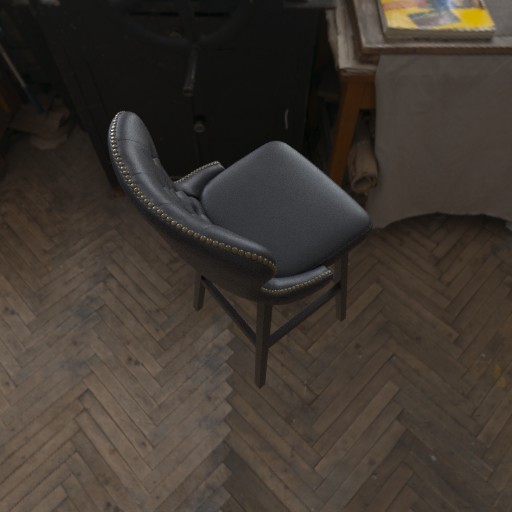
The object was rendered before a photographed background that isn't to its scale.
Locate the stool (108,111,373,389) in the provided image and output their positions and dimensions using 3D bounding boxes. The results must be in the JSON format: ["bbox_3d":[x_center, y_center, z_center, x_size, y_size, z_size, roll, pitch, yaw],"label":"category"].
[{"bbox_3d":[0.000,0.000,1.377,0.601,1.050,0.528,-35,65,-19],"label":"stool"}]
